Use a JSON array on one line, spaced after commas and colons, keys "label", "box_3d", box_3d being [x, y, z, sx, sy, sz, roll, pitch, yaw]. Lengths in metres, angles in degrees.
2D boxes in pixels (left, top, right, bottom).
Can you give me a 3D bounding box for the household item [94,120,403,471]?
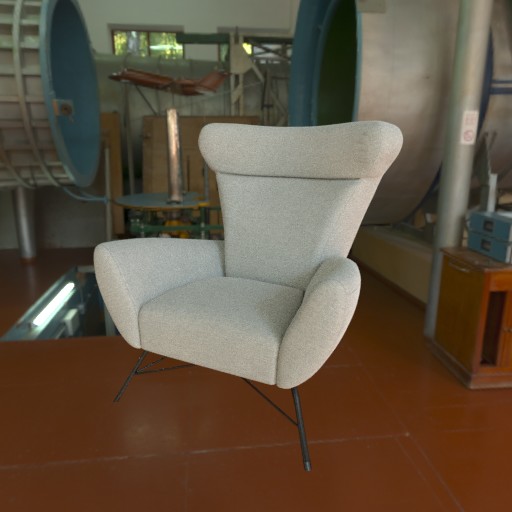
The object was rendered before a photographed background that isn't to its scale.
[{"label": "household item", "box_3d": [0.000, 0.000, 1.789, 0.980, 1.050, 0.900, 8, 17, 26]}]
